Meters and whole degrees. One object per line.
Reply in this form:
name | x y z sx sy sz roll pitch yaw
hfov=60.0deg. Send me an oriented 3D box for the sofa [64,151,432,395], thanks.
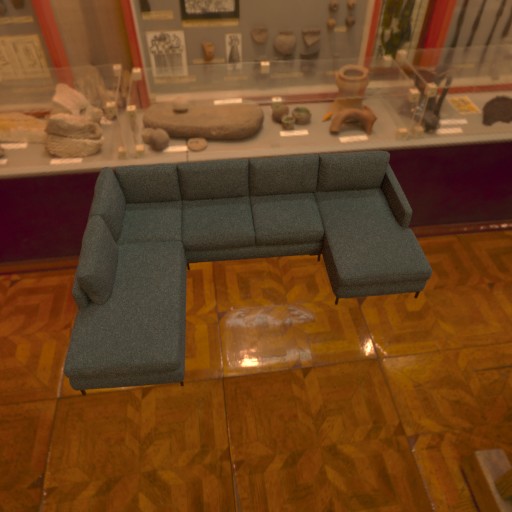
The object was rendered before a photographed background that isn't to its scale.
sofa | 0.000 0.000 3.882 2.956 0.813 2.007 -4 47 -4
